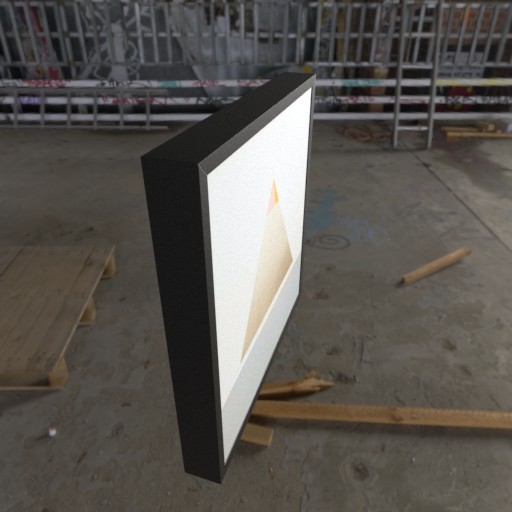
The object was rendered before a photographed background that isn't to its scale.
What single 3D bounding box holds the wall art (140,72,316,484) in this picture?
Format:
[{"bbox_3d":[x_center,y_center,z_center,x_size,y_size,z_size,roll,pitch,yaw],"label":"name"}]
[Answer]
[{"bbox_3d":[0.000,0.000,0.451,0.037,0.303,0.304,10,33,16],"label":"wall art"}]
